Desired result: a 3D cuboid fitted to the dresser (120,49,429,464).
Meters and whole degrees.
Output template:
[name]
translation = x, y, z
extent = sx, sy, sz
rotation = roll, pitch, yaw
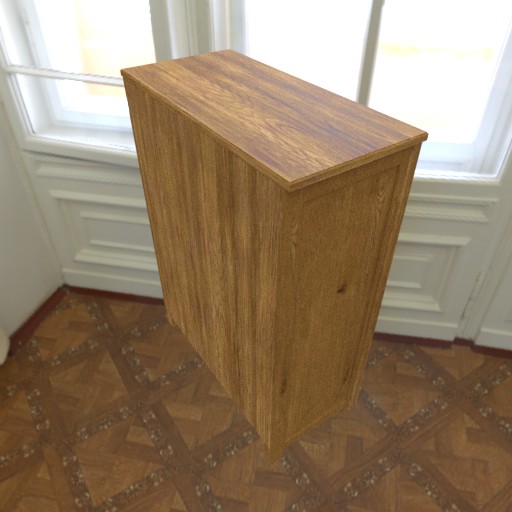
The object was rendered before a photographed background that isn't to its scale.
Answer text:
[dresser]
translation = 0.000, 0.000, 1.973
extent = 0.558, 1.431, 1.081
rotation = -24, 45, -26
